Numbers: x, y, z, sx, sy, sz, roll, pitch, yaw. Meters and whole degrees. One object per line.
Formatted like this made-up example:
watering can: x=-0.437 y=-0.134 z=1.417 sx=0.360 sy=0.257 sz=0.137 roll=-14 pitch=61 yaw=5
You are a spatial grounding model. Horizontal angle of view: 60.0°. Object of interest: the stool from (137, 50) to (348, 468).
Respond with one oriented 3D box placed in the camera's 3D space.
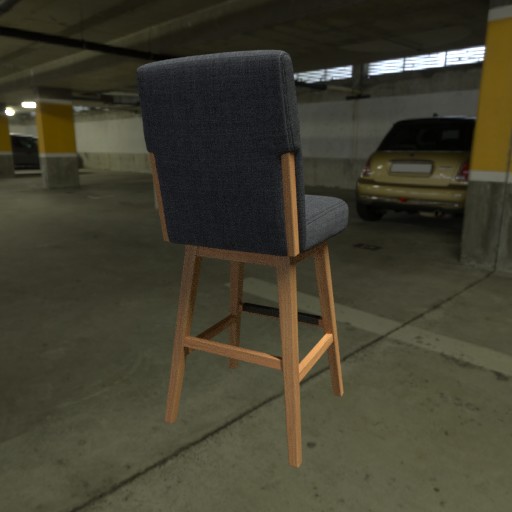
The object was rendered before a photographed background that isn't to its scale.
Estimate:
stool: x=0.000 y=0.000 z=1.417 sx=0.483 sy=1.112 sz=0.570 roll=7 pitch=16 yaw=27
